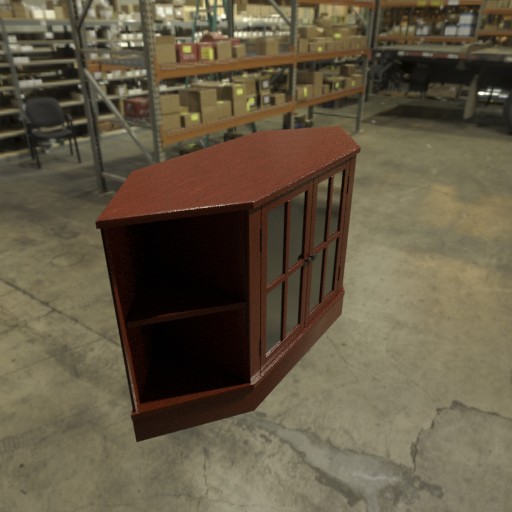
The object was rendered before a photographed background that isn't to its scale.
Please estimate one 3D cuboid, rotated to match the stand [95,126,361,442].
[{"bbox_3d":[0.000,0.000,1.374,0.381,0.614,1.072,18,33,30],"label":"stand"}]
